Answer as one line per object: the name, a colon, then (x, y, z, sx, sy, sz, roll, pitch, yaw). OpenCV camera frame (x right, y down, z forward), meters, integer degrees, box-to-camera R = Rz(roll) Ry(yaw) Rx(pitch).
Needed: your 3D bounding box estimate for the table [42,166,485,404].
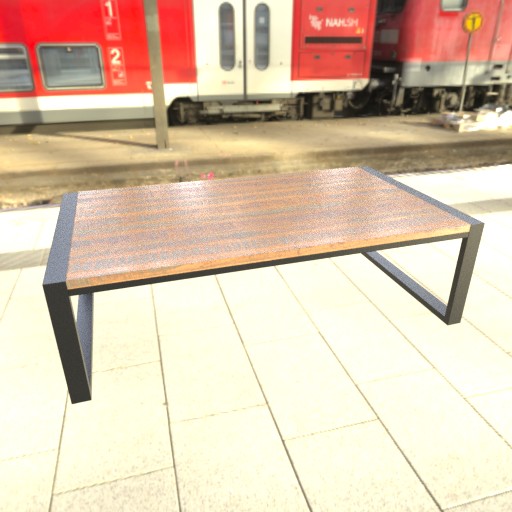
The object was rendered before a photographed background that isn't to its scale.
table: (0.000, 0.000, 1.690, 1.350, 0.400, 0.750, -8, 27, -16)
